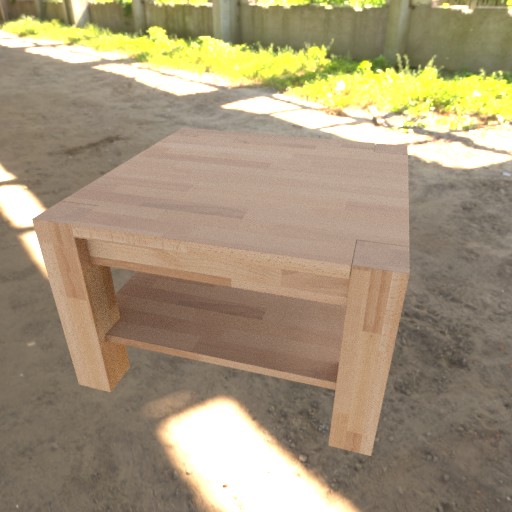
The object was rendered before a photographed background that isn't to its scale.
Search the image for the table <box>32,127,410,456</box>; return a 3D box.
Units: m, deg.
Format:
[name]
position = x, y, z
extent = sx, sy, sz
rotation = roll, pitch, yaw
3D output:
[table]
position = 0.000, 0.000, 1.175
extent = 0.700, 0.451, 0.700
rotation = 8, 32, 14
